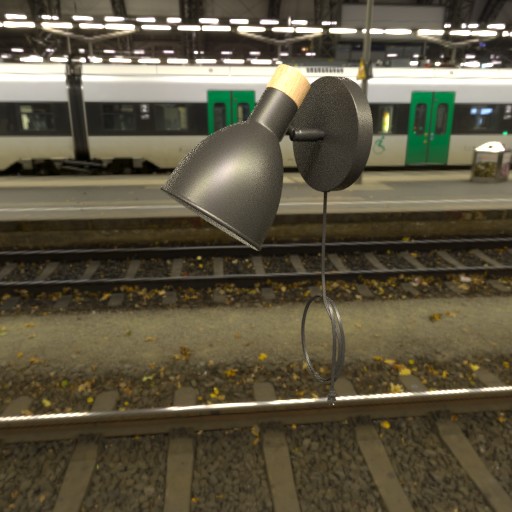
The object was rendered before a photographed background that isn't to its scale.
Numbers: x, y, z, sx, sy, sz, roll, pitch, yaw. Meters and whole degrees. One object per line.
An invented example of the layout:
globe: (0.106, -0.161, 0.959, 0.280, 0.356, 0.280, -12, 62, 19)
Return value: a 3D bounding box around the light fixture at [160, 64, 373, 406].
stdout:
light fixture: (0.000, 0.000, 0.499, 0.203, 0.401, 0.127, -8, 19, -26)
